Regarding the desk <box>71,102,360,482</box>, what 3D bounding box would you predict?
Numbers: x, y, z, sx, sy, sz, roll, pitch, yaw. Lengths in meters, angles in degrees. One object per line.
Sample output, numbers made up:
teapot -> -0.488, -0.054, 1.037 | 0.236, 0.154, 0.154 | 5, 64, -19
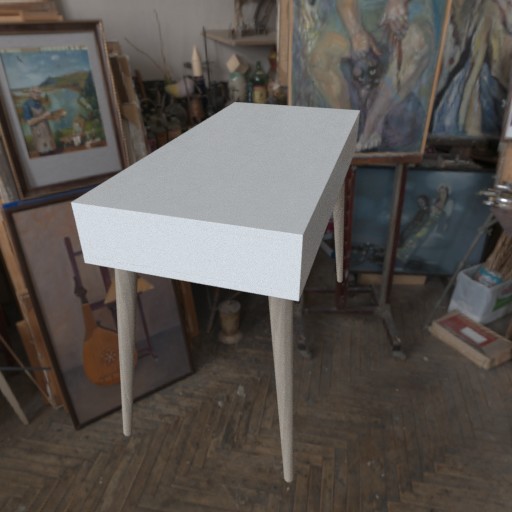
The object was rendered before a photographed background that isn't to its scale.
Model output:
desk -> 0.000, 0.000, 1.409 | 0.491, 0.723, 0.979 | 9, 32, 15
